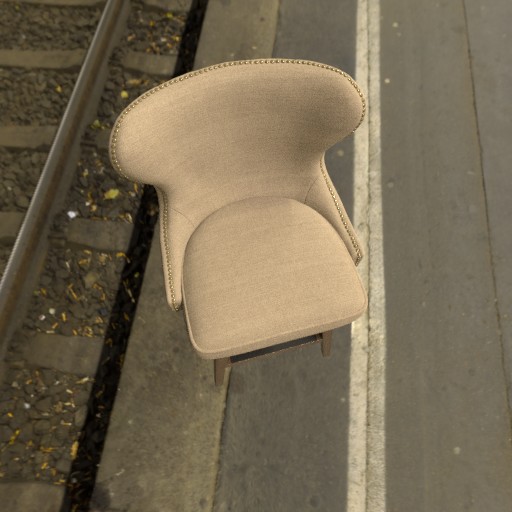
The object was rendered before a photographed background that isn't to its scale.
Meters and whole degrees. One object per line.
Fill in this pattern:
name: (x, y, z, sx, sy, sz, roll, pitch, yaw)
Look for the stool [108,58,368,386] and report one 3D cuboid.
stool: (0.000, 0.000, 1.360, 0.615, 0.972, 0.597, -14, 65, -6)
